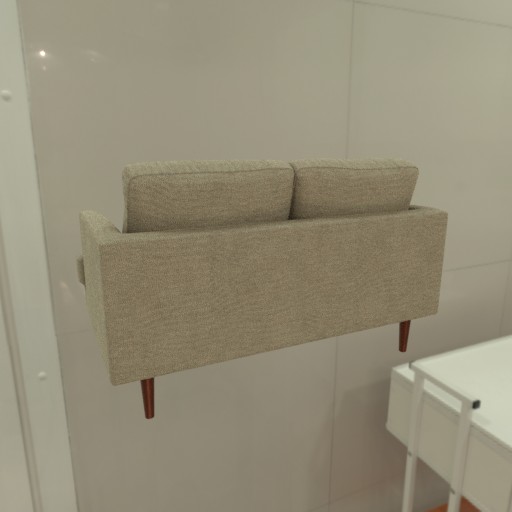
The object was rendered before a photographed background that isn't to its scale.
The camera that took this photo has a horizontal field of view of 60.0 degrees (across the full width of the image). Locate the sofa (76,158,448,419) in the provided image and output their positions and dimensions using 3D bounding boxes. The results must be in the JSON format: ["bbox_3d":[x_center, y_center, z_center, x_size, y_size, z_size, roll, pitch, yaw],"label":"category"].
[{"bbox_3d":[0.000,0.000,2.161,1.582,0.944,0.903,-7,16,-25],"label":"sofa"}]
